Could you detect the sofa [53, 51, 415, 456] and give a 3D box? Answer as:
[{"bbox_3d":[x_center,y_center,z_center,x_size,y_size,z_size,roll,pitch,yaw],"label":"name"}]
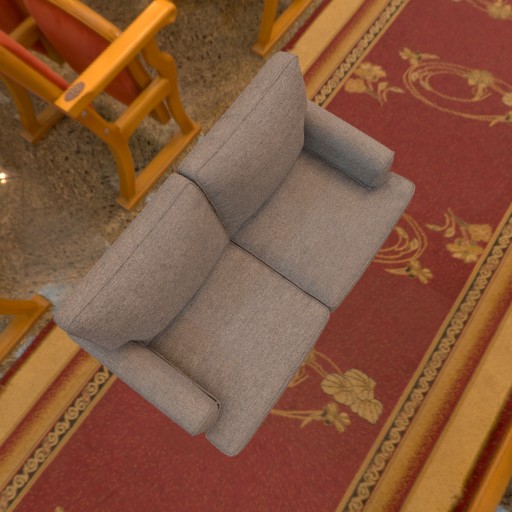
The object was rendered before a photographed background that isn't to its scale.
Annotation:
[{"bbox_3d":[0.000,0.000,2.174,0.965,0.965,1.651,35,77,9],"label":"sofa"}]
